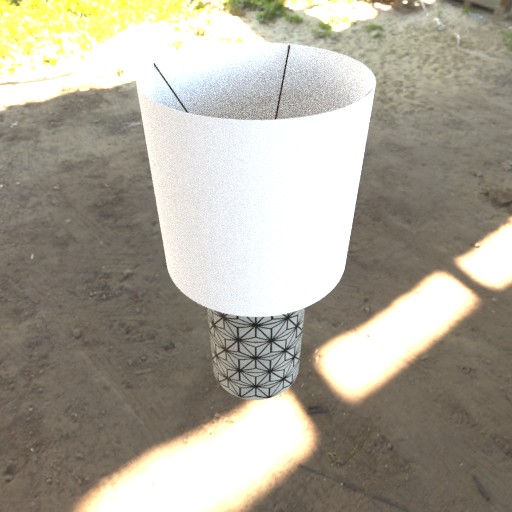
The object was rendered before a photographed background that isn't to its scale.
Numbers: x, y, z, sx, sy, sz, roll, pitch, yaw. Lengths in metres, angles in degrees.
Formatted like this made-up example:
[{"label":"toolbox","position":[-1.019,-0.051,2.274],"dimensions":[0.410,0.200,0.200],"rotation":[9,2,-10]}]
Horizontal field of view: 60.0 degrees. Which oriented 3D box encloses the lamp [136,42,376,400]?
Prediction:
[{"label":"lamp","position":[0.000,0.000,0.521],"dimensions":[0.206,0.416,0.206],"rotation":[12,41,15]}]
